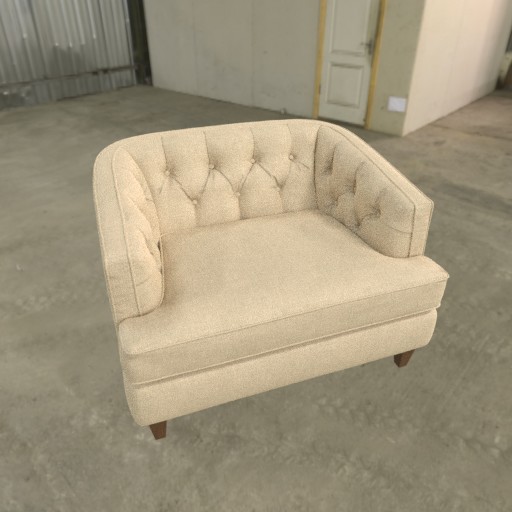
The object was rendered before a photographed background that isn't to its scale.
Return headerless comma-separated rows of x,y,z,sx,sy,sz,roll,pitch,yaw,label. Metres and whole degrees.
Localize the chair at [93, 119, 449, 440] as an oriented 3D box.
0.000,0.000,1.727,1.118,0.787,0.914,-11,34,-16,chair
